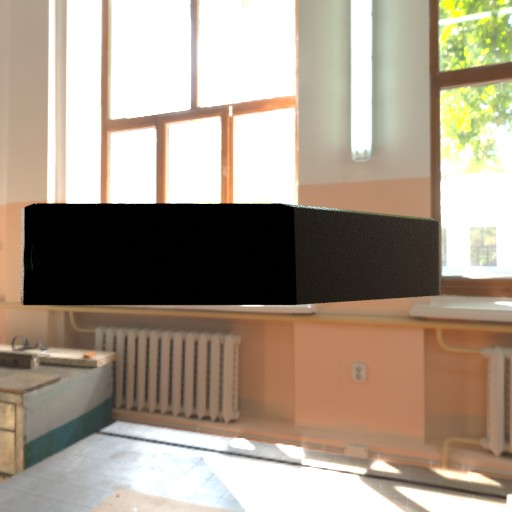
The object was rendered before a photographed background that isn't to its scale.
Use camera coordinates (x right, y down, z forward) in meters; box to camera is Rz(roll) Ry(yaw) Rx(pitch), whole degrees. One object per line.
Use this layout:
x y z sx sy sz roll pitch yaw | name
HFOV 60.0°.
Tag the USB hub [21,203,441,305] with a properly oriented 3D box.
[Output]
0.000 0.000 0.121 0.110 0.023 0.044 1 -1 -35 | USB hub
